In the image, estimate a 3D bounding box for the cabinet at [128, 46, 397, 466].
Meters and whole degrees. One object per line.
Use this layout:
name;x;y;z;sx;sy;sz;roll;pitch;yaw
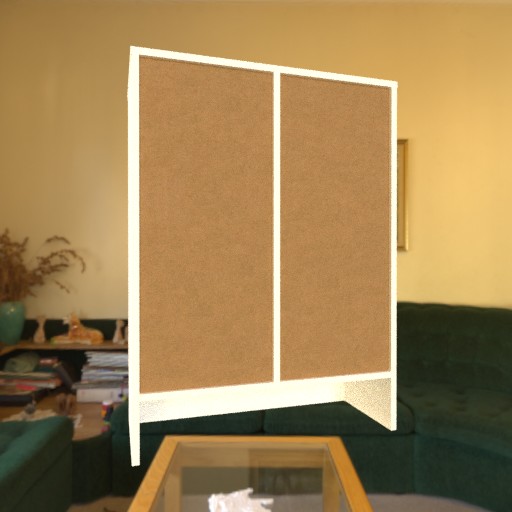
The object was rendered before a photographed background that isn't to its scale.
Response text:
cabinet;0.000;0.000;1.090;0.600;0.815;0.296;0;0;-17
